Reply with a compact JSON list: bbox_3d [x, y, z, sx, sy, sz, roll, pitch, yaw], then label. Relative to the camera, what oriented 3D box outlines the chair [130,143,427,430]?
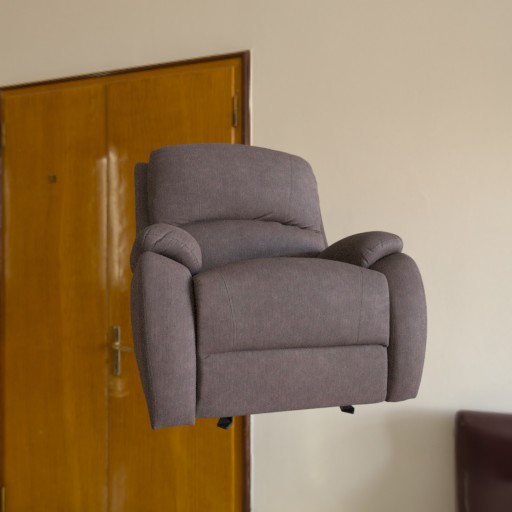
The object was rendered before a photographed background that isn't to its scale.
[{"bbox_3d":[0.000,0.000,1.703,0.930,1.011,0.899,0,0,-18],"label":"chair"}]
